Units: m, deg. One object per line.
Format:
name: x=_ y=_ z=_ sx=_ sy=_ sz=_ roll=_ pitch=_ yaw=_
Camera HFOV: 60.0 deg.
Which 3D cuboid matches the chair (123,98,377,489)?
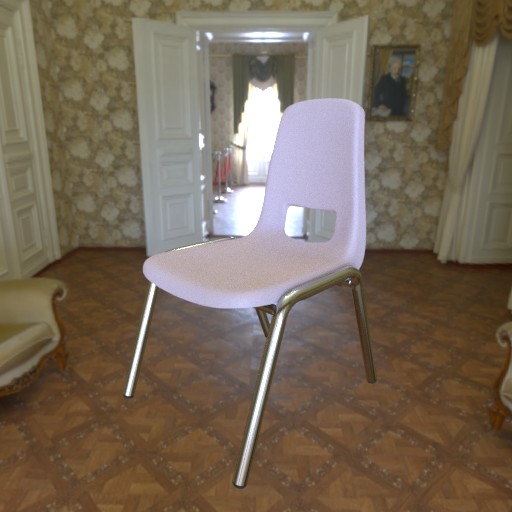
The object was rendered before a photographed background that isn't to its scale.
chair: x=0.000 y=0.000 z=0.848 sx=0.423 sy=0.586 sz=0.354 roll=-15 pitch=22 yaw=-43
